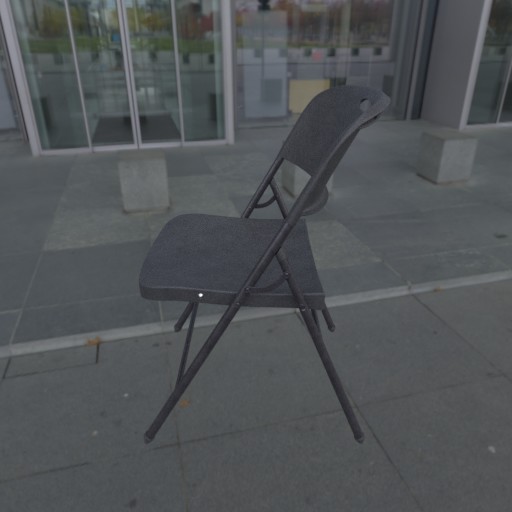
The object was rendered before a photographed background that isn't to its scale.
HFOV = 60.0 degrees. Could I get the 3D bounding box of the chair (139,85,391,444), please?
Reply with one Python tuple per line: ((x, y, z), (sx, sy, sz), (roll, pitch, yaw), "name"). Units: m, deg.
((0.000, 0.000, 1.147), (0.567, 0.810, 0.494), (0, 27, 0), "chair")
